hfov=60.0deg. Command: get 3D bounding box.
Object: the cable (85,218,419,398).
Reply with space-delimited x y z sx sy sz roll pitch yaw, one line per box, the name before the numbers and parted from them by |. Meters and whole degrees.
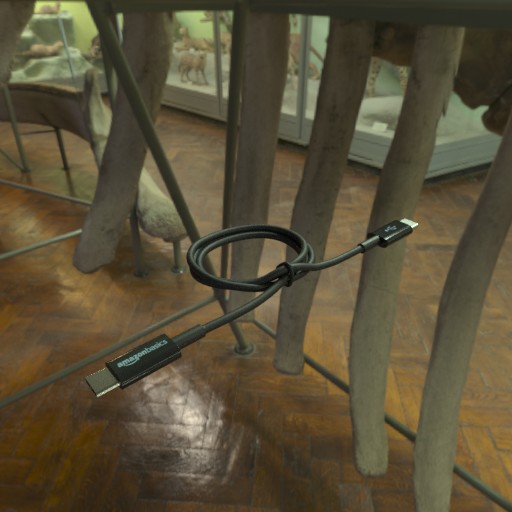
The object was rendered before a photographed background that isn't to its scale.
cable | 0.000 0.000 0.232 0.203 0.014 0.070 -24 39 -34
